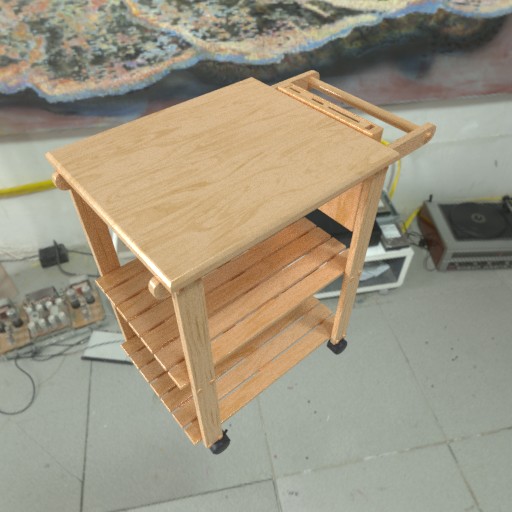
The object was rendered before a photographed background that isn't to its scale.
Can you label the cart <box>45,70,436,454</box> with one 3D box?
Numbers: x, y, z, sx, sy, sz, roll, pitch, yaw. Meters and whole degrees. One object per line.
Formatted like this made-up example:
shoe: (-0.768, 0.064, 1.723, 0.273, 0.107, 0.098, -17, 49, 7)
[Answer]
cart: (0.000, 0.000, 1.329, 0.843, 0.816, 0.520, -31, 53, -27)
